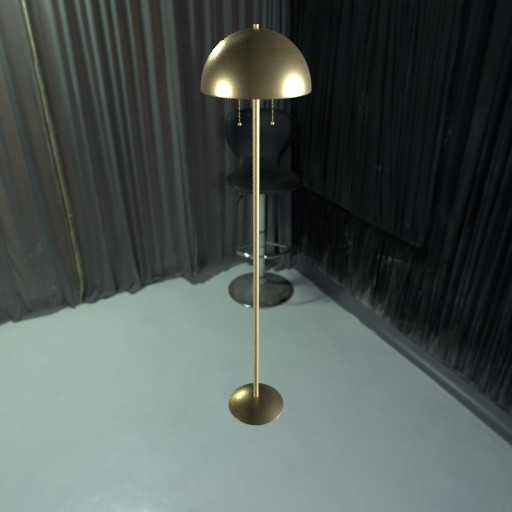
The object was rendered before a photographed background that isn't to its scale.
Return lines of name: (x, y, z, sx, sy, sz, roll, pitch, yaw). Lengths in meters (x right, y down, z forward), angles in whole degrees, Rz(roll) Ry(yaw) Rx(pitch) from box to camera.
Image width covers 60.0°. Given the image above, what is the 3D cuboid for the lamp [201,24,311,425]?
lamp: (0.000, 0.000, 1.598, 0.328, 1.480, 0.328, -17, 33, -29)
